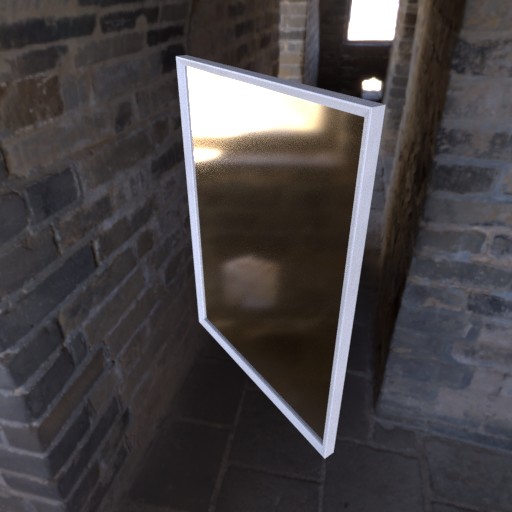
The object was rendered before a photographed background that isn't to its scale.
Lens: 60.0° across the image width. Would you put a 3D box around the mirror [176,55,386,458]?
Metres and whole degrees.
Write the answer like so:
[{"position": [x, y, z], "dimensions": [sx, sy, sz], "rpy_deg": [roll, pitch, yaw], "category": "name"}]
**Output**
[{"position": [0.000, 0.000, 1.321], "dimensions": [0.041, 1.016, 0.762], "rpy_deg": [-21, 37, -29], "category": "mirror"}]
